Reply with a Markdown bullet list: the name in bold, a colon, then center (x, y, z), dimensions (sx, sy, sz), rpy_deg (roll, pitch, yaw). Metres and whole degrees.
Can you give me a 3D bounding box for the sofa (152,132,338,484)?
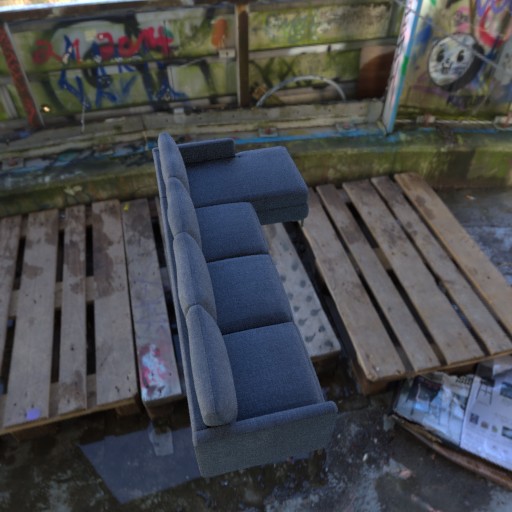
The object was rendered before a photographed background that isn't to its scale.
- **sofa**: center (0.000, 0.000, 3.482), dimensions (1.350, 0.810, 2.932), rpy_deg (-10, 46, -9)
